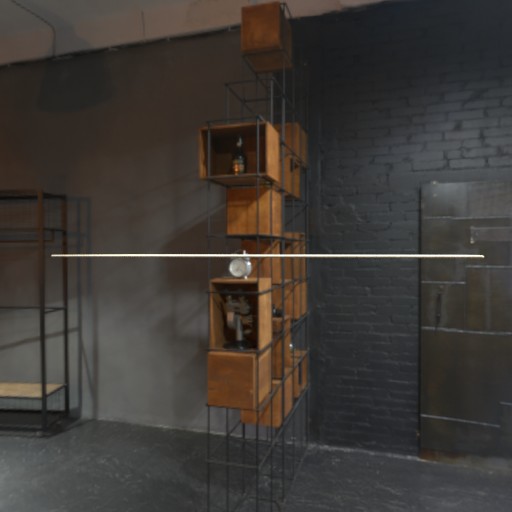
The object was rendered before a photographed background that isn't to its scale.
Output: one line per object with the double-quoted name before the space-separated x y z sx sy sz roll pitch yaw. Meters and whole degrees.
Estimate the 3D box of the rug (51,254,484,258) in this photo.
"rug" 0.000 0.000 2.752 2.450 0.014 0.793 0 0 19
